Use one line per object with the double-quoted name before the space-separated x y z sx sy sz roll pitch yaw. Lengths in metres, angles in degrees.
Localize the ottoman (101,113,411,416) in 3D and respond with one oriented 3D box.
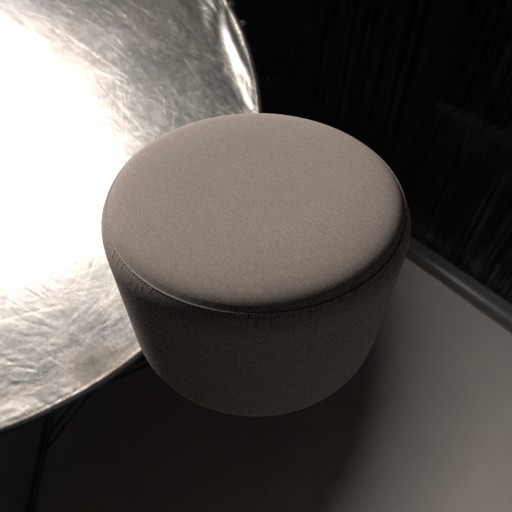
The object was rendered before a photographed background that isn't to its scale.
"ottoman" 0.000 0.000 1.005 0.608 0.433 0.608 0 48 0
